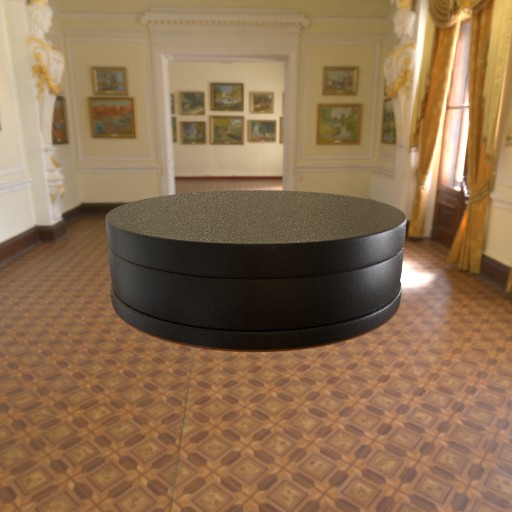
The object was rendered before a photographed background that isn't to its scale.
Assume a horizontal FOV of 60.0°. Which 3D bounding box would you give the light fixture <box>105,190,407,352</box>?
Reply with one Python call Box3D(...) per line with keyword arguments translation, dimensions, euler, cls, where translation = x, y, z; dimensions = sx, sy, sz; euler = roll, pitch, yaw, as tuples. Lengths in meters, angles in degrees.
Box3D(translation=(0.000, 0.000, 0.447), dimensions=(0.283, 0.097, 0.283), euler=(0, 16, 0), cls="light fixture")
